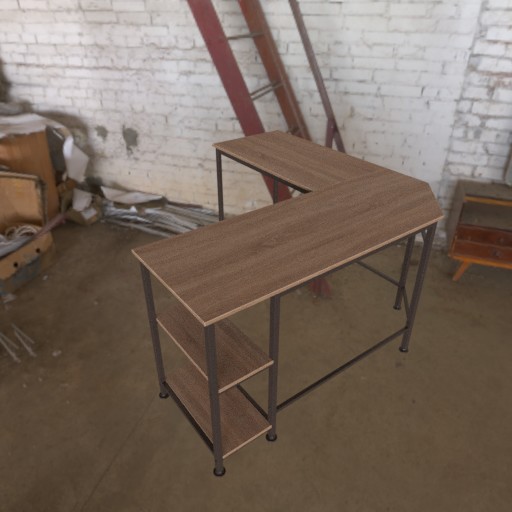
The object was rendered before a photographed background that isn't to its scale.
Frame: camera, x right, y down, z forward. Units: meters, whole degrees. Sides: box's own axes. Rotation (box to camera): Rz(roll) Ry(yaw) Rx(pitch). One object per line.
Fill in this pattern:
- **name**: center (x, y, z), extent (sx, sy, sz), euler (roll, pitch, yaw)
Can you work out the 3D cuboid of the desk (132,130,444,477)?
- **desk**: center (0.000, 0.000, 2.239), extent (1.379, 0.739, 1.379), euler (-21, 37, -31)
